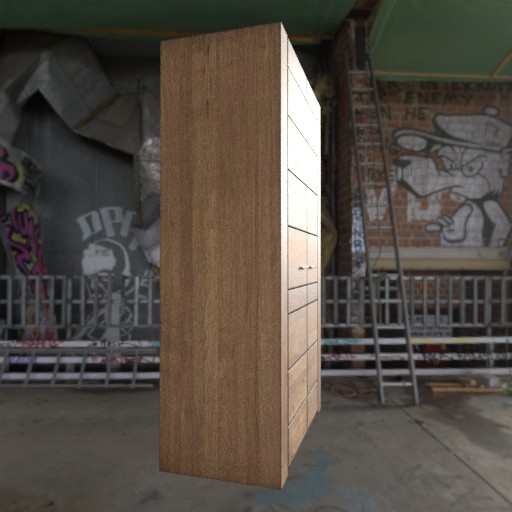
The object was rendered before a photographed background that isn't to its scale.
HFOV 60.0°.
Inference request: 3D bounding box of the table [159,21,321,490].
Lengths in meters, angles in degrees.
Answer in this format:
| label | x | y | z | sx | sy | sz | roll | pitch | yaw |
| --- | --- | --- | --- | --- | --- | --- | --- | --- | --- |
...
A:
| label | x | y | z | sx | sy | sz | roll | pitch | yaw |
| --- | --- | --- | --- | --- | --- | --- | --- | --- | --- |
| table | 0.000 | 0.000 | 2.498 | 0.600 | 2.000 | 1.100 | 0 | -1 | 17 |
